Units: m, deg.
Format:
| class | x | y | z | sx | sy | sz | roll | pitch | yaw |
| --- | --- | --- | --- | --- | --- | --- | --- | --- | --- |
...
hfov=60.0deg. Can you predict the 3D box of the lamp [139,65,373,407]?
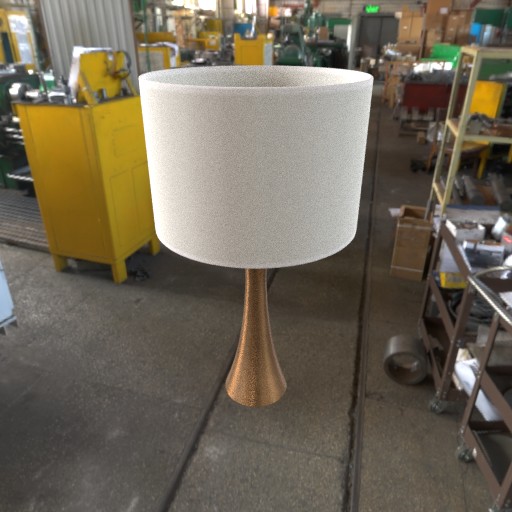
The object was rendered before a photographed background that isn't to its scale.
| class | x | y | z | sx | sy | sz | roll | pitch | yaw |
| --- | --- | --- | --- | --- | --- | --- | --- | --- | --- |
| lamp | 0.000 | 0.000 | 0.628 | 0.268 | 0.479 | 0.268 | -9 | 28 | -17 |
